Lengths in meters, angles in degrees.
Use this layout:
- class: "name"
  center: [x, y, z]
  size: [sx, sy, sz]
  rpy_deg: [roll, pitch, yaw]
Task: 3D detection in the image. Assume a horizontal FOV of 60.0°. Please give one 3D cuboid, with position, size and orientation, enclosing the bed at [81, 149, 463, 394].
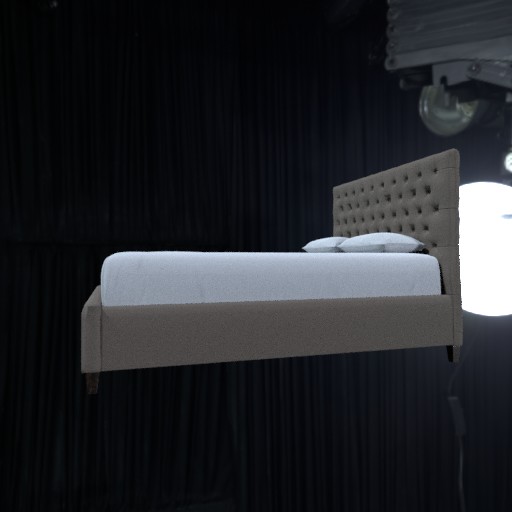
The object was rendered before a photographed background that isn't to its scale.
- class: "bed"
  center: [0.000, 0.000, 3.399]
  size: [2.387, 1.427, 1.698]
  rpy_deg: [0, 0, -17]
